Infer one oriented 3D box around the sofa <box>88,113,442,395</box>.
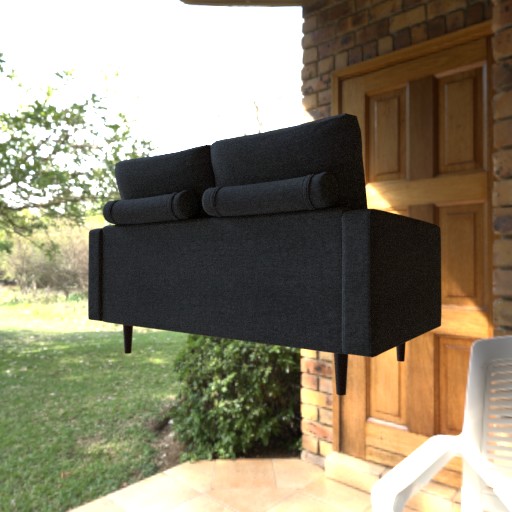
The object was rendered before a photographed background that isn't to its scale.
[{"bbox_3d":[0.000,0.000,1.991,1.407,0.907,0.842,0,-1,36],"label":"sofa"}]
